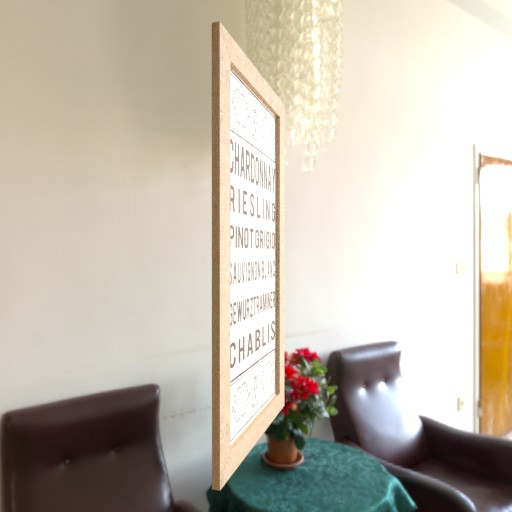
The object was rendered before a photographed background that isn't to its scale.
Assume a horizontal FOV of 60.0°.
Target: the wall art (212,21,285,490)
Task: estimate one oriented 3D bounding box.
[{"bbox_3d":[0.000,0.000,0.828,0.013,0.683,0.381,0,0,18],"label":"wall art"}]
